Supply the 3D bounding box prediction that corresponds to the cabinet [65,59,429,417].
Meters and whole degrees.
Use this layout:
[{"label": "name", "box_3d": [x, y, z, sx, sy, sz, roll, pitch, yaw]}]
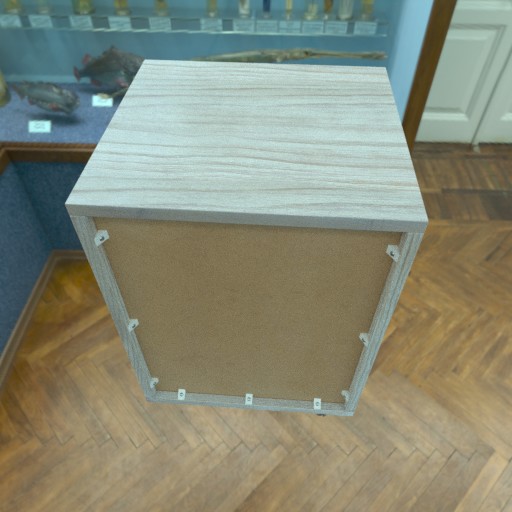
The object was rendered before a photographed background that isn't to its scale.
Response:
[{"label": "cabinet", "box_3d": [0.000, 0.000, 0.843, 0.409, 0.579, 0.401, 3, 48, 3]}]
